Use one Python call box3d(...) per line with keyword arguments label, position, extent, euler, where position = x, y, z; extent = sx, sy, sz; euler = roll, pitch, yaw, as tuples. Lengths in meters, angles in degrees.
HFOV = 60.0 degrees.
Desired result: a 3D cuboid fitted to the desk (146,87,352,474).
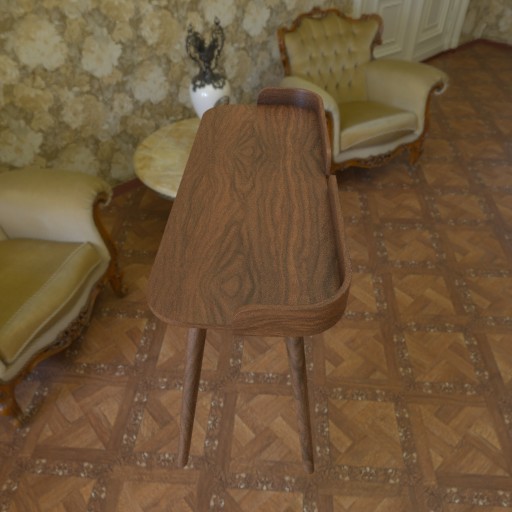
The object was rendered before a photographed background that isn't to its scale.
box3d(label="desk", position=(0.000, 0.000, 1.662), extent=(0.486, 0.800, 1.256), euler=(2, 41, 2))
